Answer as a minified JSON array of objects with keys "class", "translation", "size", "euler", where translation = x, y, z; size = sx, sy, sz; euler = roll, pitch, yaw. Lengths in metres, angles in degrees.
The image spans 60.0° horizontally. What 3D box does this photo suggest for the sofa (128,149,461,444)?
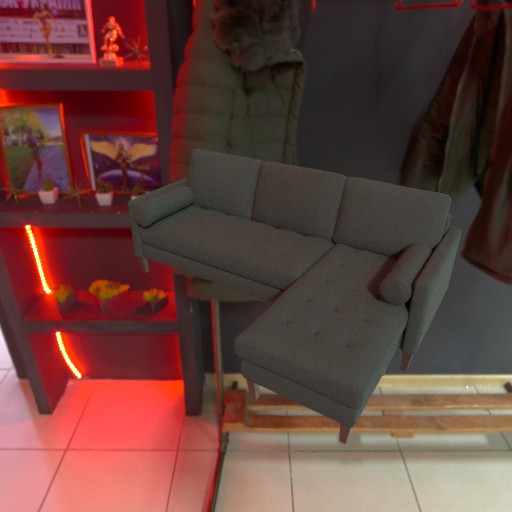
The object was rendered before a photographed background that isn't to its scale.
[{"class":"sofa","translation":[0.000,0.000,2.873],"size":[2.178,0.876,1.506],"euler":[17,33,28]}]
